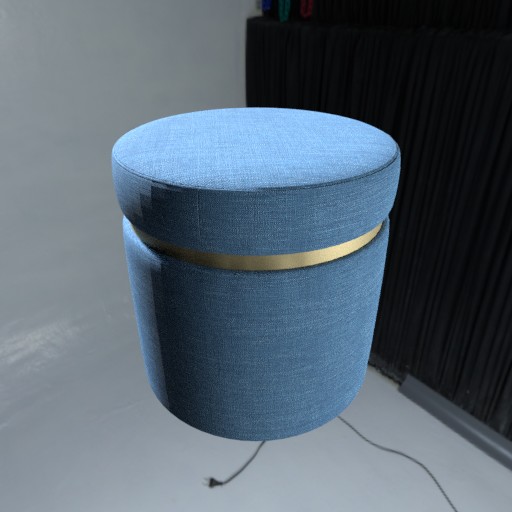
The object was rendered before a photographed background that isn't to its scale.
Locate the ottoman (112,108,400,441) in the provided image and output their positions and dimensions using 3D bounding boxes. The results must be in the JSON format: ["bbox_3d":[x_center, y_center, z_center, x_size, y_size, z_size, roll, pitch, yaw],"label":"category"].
[{"bbox_3d":[0.000,0.000,0.714,0.398,0.406,0.398,0,30,0],"label":"ottoman"}]
